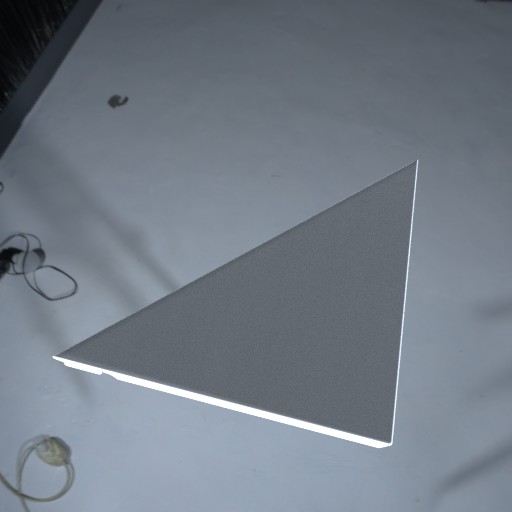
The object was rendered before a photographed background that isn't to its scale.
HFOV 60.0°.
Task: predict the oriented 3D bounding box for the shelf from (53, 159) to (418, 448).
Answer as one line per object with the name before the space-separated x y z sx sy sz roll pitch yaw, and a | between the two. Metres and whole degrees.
shelf | 0.000 0.000 0.449 0.296 0.035 0.296 12 64 6
